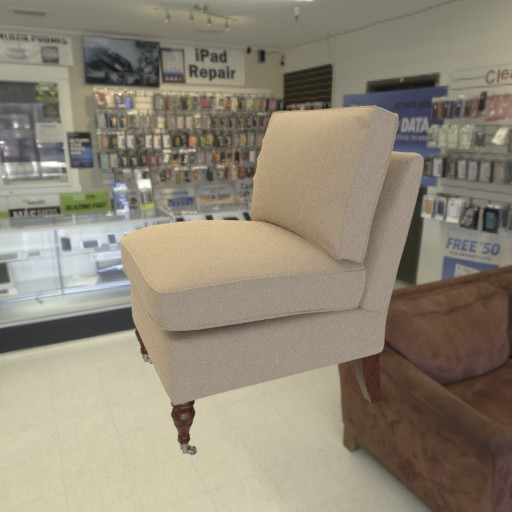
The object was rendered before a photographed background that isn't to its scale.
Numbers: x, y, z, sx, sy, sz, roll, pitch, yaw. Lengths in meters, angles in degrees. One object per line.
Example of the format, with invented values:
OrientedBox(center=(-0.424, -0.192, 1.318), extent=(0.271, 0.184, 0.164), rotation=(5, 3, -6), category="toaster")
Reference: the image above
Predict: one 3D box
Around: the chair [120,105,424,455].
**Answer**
OrientedBox(center=(0.000, 0.000, 1.661), extent=(0.912, 1.052, 0.724), rotation=(-7, 18, -24), category="chair")
